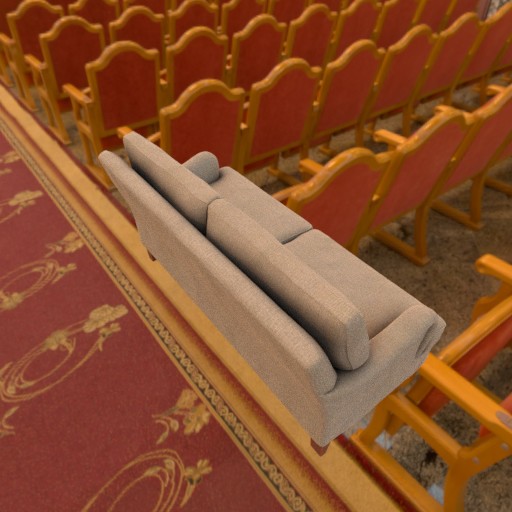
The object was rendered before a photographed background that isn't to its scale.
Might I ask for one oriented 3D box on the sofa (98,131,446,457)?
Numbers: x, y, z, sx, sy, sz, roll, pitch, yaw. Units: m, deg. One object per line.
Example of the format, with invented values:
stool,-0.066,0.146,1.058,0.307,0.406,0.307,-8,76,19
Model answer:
sofa,0.000,0.000,2.823,1.069,1.096,2.193,-26,47,-27
